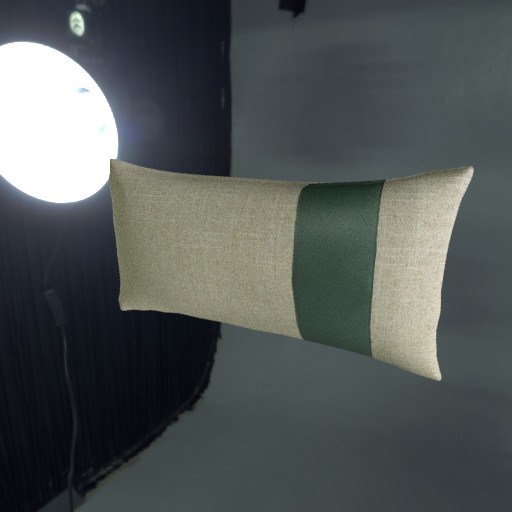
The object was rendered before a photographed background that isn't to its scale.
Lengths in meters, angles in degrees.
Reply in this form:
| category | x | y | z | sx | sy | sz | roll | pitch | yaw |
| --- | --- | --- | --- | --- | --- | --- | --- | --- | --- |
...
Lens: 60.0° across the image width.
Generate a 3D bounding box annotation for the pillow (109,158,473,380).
| category | x | y | z | sx | sy | sz | roll | pitch | yaw |
| --- | --- | --- | --- | --- | --- | --- | --- | --- | --- |
| pillow | 0.000 | 0.000 | 1.020 | 0.859 | 0.429 | 0.197 | 7 | 16 | 26 |
